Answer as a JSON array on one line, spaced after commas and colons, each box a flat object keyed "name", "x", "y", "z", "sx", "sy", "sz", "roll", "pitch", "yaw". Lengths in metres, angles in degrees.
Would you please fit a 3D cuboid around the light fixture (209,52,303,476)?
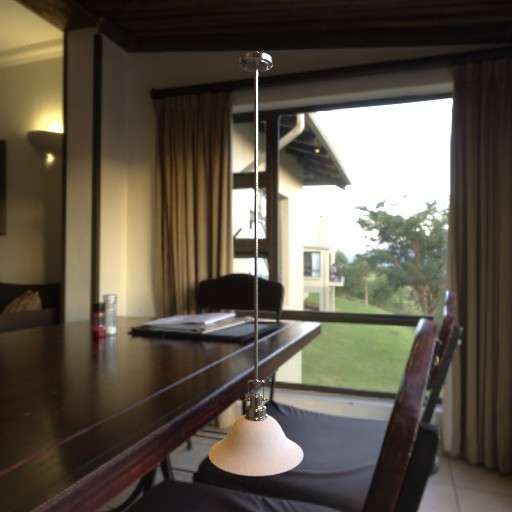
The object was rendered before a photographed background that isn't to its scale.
[{"name": "light fixture", "x": 0.000, "y": 0.000, "z": 1.525, "sx": 0.324, "sy": 1.354, "sz": 0.324, "roll": 0, "pitch": 0, "yaw": 1}]
